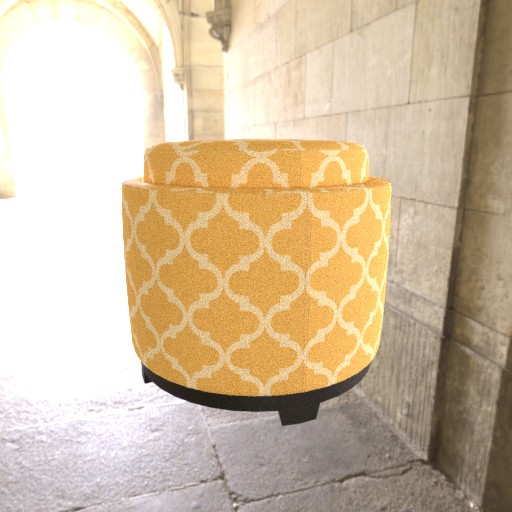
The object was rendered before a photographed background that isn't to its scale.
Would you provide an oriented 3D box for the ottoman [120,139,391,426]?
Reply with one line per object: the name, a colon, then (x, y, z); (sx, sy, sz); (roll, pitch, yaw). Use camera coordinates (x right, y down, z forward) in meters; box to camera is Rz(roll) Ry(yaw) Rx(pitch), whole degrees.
ottoman: (0.000, 0.000, 0.841); (0.480, 0.429, 0.480); (0, 14, 0)
